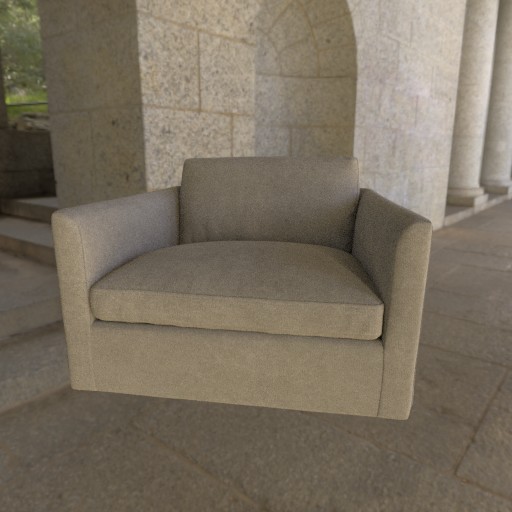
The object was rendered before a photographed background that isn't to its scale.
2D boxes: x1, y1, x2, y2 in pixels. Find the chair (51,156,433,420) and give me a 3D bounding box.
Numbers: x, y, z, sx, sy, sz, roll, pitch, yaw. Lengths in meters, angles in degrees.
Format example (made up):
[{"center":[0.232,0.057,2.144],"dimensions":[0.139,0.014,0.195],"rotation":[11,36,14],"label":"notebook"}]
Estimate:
[{"center":[0.000,0.000,1.894],"dimensions":[1.190,0.845,1.091],"rotation":[2,14,9],"label":"chair"}]
